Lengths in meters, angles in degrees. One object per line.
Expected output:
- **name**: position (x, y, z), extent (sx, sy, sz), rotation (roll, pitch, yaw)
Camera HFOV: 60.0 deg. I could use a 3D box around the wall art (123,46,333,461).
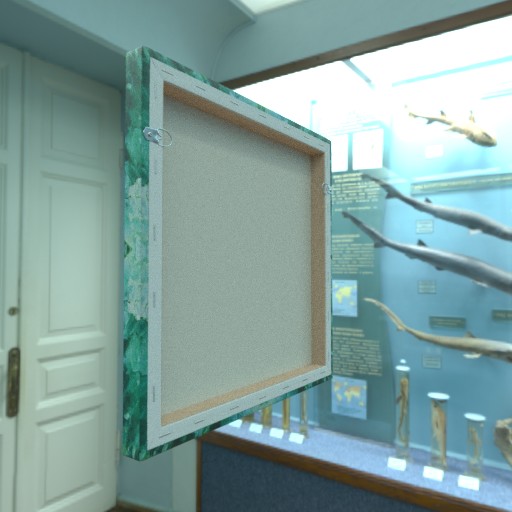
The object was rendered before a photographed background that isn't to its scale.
- **wall art**: position (0.000, 0.000, 0.748), extent (0.038, 0.508, 0.507), rotation (-1, -2, 36)
